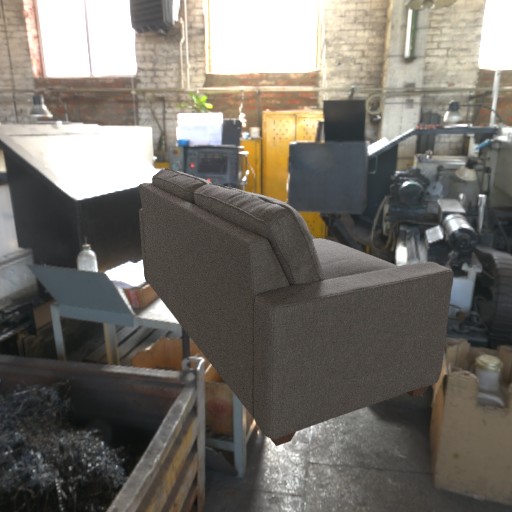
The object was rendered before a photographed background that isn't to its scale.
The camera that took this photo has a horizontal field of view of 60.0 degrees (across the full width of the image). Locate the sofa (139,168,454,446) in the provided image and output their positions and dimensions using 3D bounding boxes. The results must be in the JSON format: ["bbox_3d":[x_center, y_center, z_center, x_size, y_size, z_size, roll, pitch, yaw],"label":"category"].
[{"bbox_3d":[0.000,0.000,2.618,0.940,0.919,2.080,-8,19,-25],"label":"sofa"}]
